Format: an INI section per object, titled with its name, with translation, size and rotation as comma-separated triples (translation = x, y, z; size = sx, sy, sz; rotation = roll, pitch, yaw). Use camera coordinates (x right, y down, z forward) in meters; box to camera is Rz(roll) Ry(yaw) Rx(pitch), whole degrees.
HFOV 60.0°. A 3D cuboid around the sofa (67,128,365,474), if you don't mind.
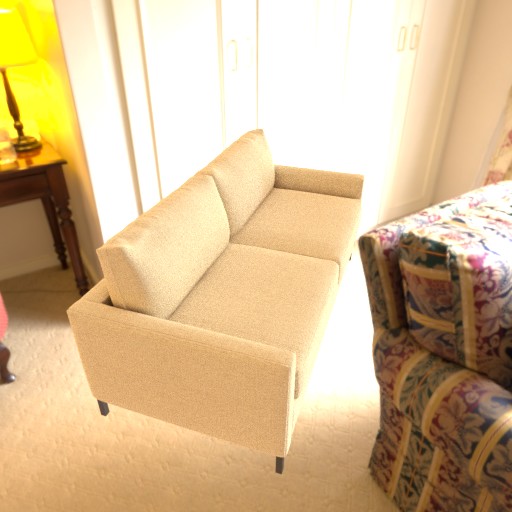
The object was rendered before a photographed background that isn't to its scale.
[sofa]
translation = 0.000, 0.000, 2.150
size = 0.839, 0.812, 1.651
rotation = 11, 33, 16
